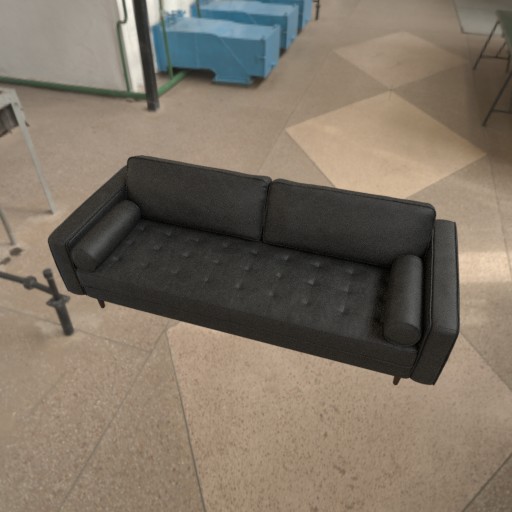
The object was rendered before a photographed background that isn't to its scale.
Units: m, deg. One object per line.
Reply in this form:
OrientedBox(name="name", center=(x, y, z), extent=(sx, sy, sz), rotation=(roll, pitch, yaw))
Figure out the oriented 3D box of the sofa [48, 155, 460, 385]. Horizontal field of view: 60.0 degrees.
OrientedBox(name="sofa", center=(0.000, 0.000, 2.636), extent=(2.210, 0.762, 0.914), rotation=(12, 42, 13))
